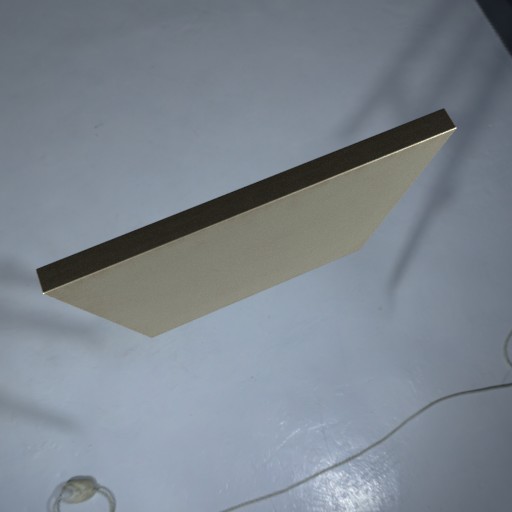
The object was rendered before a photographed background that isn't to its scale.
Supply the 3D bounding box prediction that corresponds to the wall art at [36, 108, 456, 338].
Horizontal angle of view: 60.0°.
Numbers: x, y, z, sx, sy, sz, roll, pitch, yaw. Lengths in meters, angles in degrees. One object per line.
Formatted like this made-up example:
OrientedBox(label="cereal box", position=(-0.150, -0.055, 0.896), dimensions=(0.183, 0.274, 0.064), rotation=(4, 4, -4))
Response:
OrientedBox(label="wall art", position=(0.000, 0.000, 0.742), dimensions=(0.503, 0.506, 0.030), rotation=(-22, 76, -6))
